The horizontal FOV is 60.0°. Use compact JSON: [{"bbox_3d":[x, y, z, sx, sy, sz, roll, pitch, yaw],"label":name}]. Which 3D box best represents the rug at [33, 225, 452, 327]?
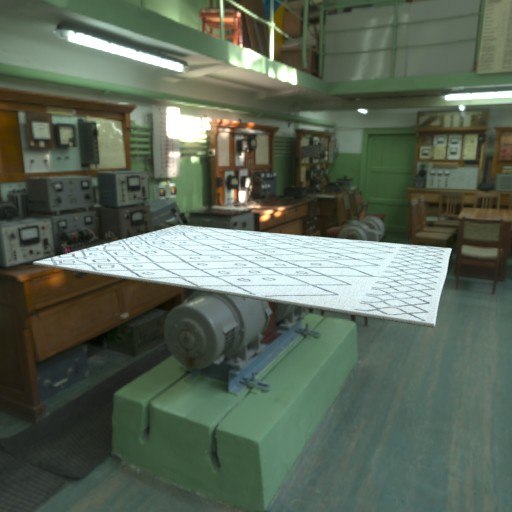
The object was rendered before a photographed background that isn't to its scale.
[{"bbox_3d":[0.000,0.000,2.307,1.828,0.015,1.222,6,15,25],"label":"rug"}]
